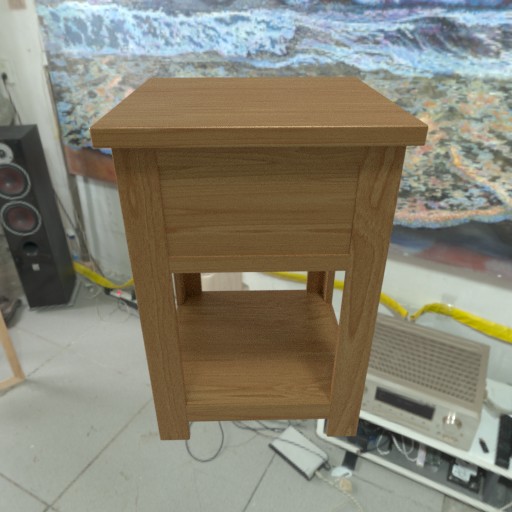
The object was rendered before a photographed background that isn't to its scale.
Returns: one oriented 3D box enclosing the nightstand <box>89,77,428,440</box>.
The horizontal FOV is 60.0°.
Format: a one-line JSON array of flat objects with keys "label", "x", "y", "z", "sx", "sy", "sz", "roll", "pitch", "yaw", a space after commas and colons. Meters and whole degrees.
[{"label": "nightstand", "x": 0.000, "y": 0.000, "z": 0.889, "sx": 0.428, "sy": 0.614, "sz": 0.418, "roll": -1, "pitch": 30, "yaw": -1}]
